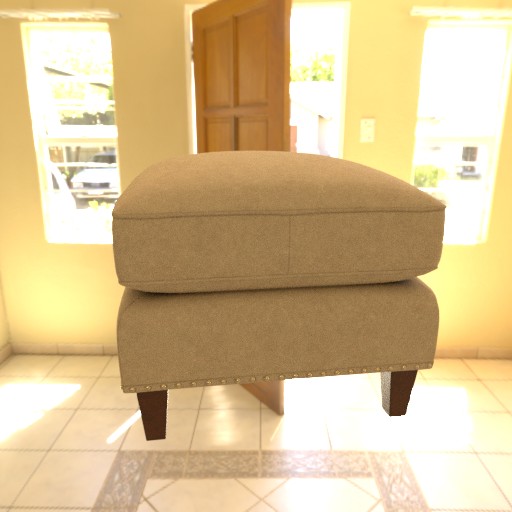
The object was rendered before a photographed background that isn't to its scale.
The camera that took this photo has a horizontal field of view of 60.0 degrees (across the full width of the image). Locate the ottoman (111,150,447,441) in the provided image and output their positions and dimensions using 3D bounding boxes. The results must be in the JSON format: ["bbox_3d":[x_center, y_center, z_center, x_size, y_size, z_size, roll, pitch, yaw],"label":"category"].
[{"bbox_3d":[0.000,0.000,1.113,0.584,0.513,0.741,-2,15,-8],"label":"ottoman"}]
